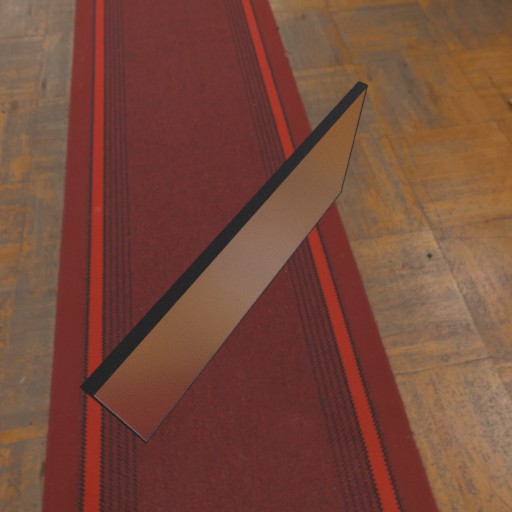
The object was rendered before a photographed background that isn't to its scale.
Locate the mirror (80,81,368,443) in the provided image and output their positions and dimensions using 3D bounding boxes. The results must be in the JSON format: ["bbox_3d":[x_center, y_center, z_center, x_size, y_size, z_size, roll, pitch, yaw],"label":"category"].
[{"bbox_3d":[0.000,0.000,1.818,0.047,0.692,1.584,31,63,18],"label":"mirror"}]
